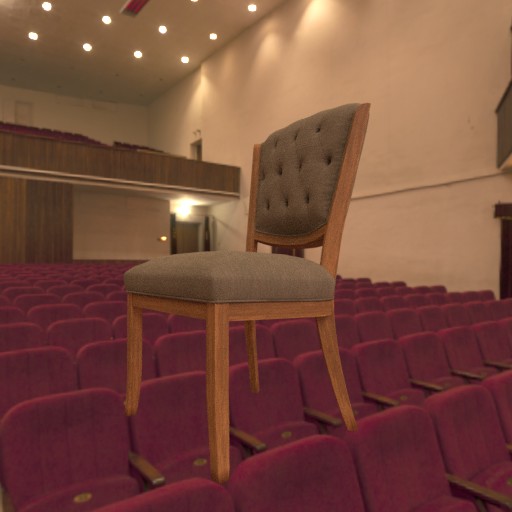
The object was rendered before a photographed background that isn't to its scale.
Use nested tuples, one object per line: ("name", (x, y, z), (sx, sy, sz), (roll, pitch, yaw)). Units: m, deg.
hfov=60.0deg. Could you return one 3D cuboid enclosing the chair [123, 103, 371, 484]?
("chair", (0.000, 0.000, 1.245), (0.584, 0.905, 0.513), (1, -2, -36))
